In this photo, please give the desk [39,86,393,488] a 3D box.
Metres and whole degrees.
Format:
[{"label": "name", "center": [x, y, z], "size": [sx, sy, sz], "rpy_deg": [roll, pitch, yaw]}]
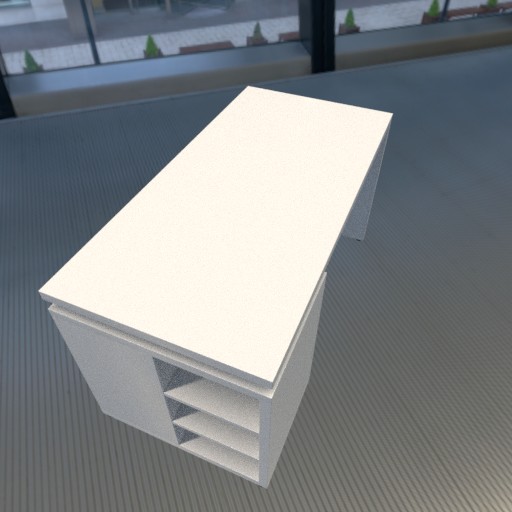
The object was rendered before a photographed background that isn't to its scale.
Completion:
[{"label": "desk", "center": [0.000, 0.000, 1.829], "size": [0.690, 0.740, 1.400], "rpy_deg": [17, 47, 16]}]
